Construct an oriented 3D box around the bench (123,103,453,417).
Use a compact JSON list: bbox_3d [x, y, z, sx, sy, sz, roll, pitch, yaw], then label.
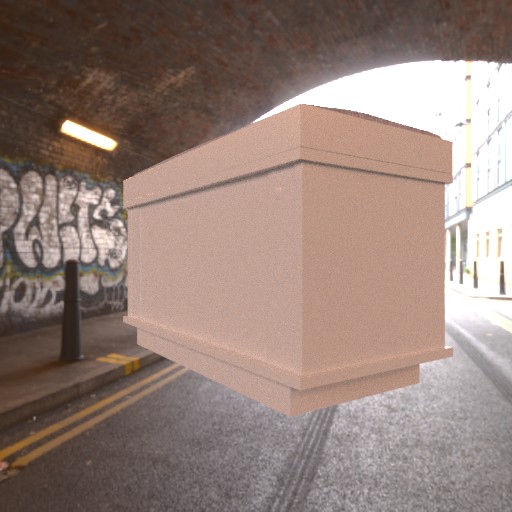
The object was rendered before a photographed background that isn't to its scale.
[{"bbox_3d":[0.000,0.000,0.989,0.362,0.461,0.734,0,0,-34],"label":"bench"}]
